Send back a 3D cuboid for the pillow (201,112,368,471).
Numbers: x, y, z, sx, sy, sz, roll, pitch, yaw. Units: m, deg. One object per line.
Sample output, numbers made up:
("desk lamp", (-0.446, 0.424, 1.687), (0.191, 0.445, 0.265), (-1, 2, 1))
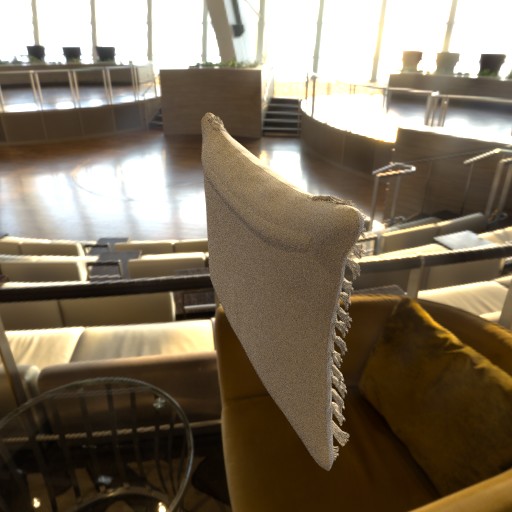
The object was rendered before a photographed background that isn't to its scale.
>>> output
("pillow", (0.000, 0.000, 0.599), (0.084, 0.305, 0.466), (-10, 29, -18))
